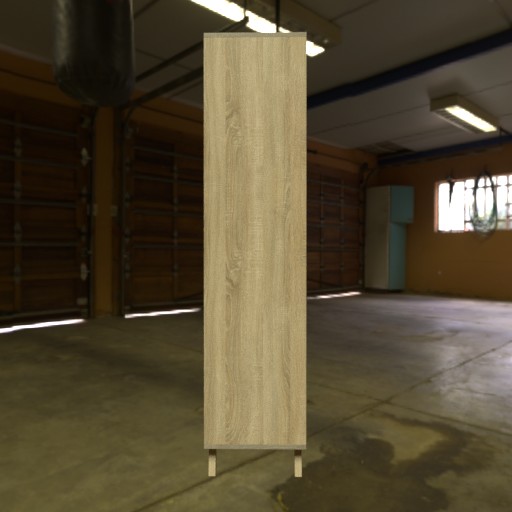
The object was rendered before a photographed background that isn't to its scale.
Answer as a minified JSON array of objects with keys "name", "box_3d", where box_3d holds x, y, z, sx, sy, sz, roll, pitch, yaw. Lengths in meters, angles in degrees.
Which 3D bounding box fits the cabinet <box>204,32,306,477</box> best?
[{"name":"cabinet","box_3d":[0.000,0.000,2.202,0.450,1.960,0.510,0,0,1]}]
